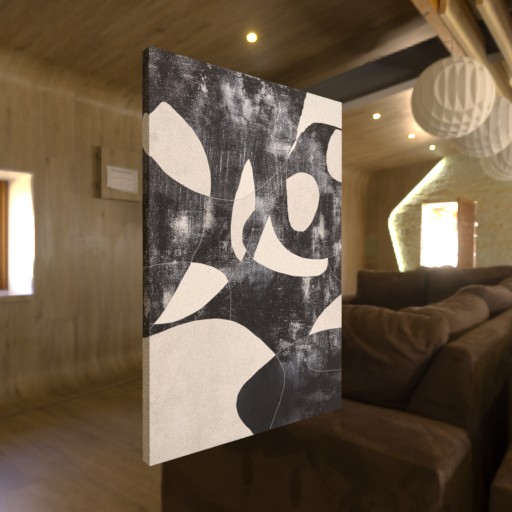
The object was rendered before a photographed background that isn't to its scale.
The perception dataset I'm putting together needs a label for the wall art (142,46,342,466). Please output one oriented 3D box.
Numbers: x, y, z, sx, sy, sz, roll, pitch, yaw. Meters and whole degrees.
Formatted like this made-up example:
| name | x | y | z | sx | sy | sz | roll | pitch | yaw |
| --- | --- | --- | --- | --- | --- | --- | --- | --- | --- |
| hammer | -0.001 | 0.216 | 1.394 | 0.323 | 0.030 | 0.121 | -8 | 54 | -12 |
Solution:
| name | x | y | z | sx | sy | sz | roll | pitch | yaw |
| --- | --- | --- | --- | --- | --- | --- | --- | --- | --- |
| wall art | 0.000 | 0.000 | 1.161 | 0.610 | 0.915 | 0.041 | 0 | 0 | -37 |
